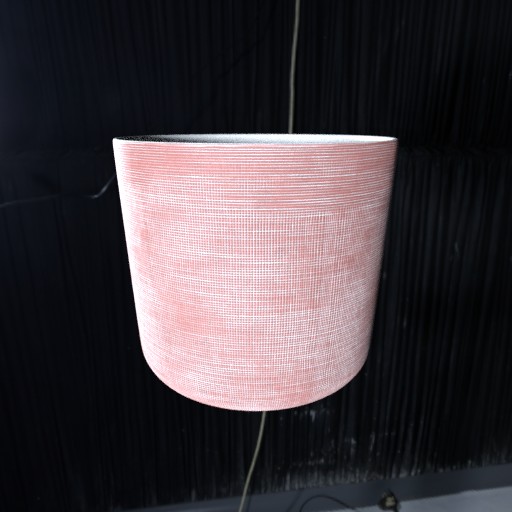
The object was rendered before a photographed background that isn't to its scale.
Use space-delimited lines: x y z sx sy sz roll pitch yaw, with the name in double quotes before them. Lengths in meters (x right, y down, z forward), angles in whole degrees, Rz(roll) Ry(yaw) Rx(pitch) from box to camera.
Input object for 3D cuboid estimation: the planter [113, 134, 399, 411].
"planter" 0.000 0.000 0.770 0.440 0.398 0.440 0 17 0
